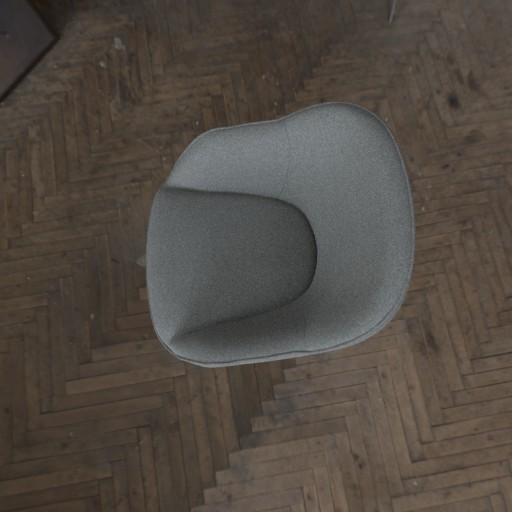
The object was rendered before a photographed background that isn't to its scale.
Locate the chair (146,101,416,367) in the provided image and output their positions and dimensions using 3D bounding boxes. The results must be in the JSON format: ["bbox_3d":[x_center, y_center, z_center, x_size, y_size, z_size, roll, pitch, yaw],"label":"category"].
[{"bbox_3d":[0.000,0.000,1.234,0.611,0.810,0.589,-4,76,-1],"label":"chair"}]
